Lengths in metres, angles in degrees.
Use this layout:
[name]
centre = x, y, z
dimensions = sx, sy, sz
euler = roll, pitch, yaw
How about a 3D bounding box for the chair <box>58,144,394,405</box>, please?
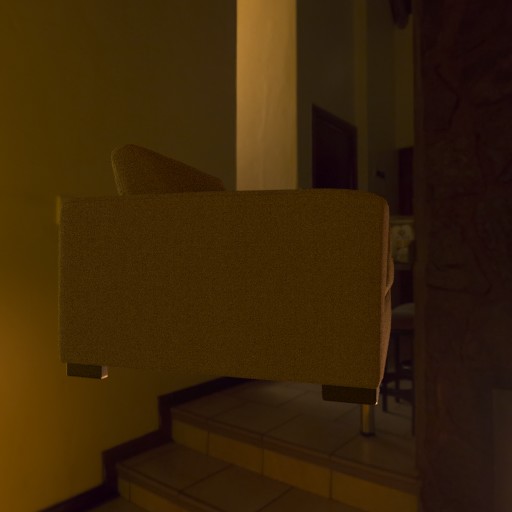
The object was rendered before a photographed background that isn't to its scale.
[chair]
centre = 0.000, 0.000, 1.865
dimensions = 1.100, 0.847, 1.070
euler = 0, -1, 18
